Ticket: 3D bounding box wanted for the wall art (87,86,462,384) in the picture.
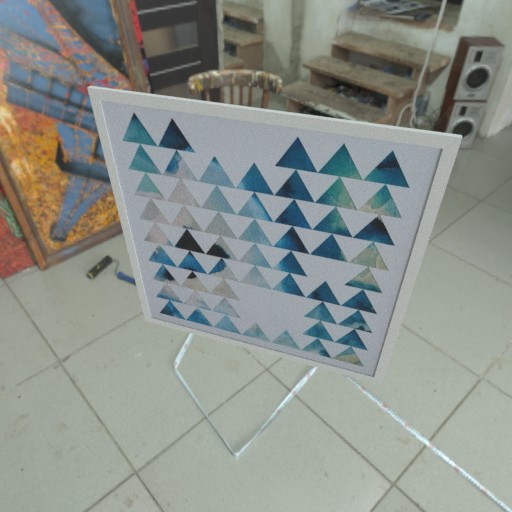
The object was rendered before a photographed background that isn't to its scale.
[{"bbox_3d":[0.000,0.000,0.669,0.456,0.456,0.007,12,42,14],"label":"wall art"}]
